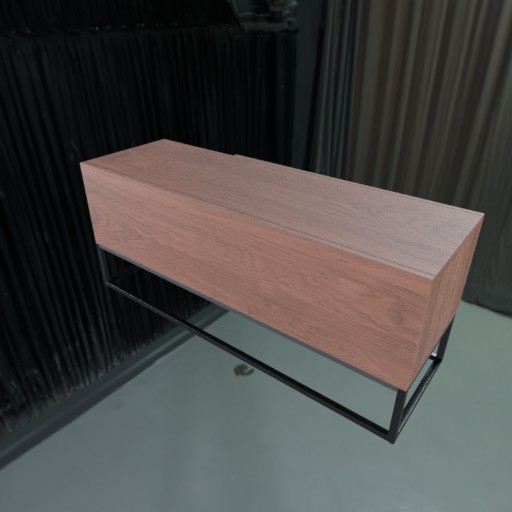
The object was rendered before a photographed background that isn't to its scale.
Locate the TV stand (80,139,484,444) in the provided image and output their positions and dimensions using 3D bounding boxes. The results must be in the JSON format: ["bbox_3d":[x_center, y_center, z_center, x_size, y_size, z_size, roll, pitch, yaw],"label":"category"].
[{"bbox_3d":[0.000,0.000,1.458,1.200,0.500,0.415,21,36,32],"label":"TV stand"}]
